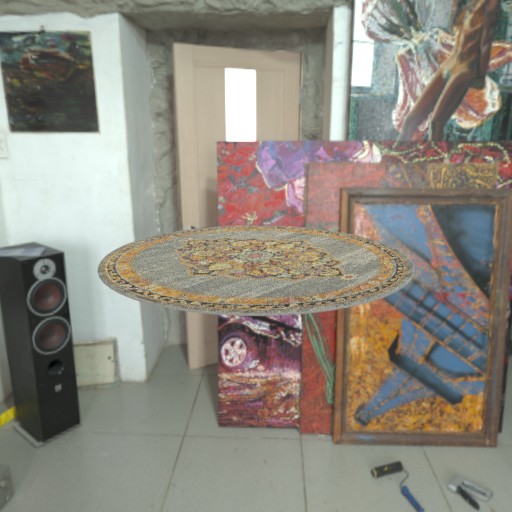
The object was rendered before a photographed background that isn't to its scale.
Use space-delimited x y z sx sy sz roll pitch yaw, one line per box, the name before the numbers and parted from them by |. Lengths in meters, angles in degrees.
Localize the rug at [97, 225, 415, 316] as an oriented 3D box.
rug | 0.000 0.000 3.521 2.382 0.014 2.382 0 15 0
